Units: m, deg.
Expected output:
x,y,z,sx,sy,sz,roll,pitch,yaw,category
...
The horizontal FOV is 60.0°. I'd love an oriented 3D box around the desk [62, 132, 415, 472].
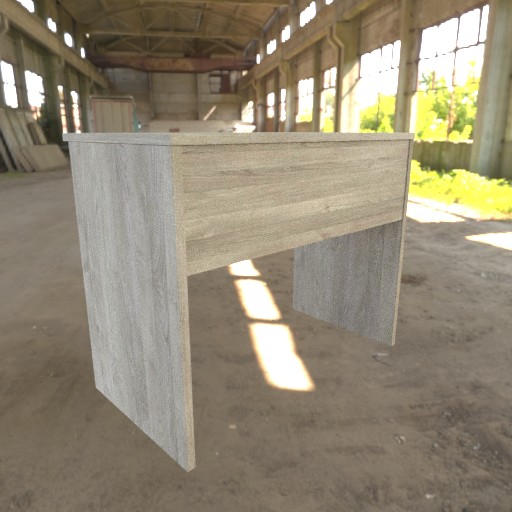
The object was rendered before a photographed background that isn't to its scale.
x,y,z,sx,sy,sz,roll,pitch,yaw,category
0.000,0.000,1.353,0.893,0.724,0.498,-15,21,-42,desk
